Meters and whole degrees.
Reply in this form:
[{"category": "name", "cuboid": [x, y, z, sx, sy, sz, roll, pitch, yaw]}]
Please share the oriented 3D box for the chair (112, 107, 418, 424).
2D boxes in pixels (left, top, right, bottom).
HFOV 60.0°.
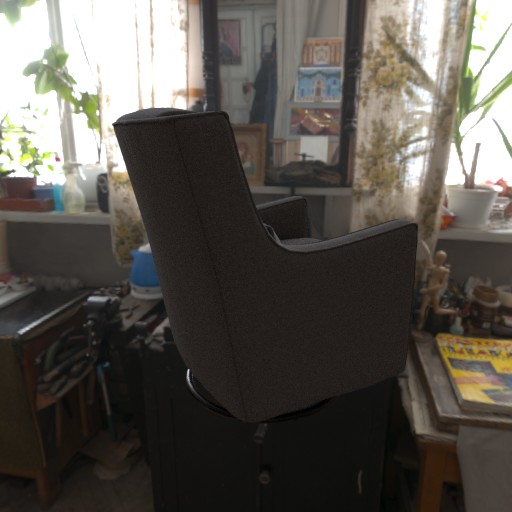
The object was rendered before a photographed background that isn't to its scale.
[{"category": "chair", "cuboid": [0.000, 0.000, 1.595, 0.879, 0.993, 0.732, -8, 18, -27]}]
